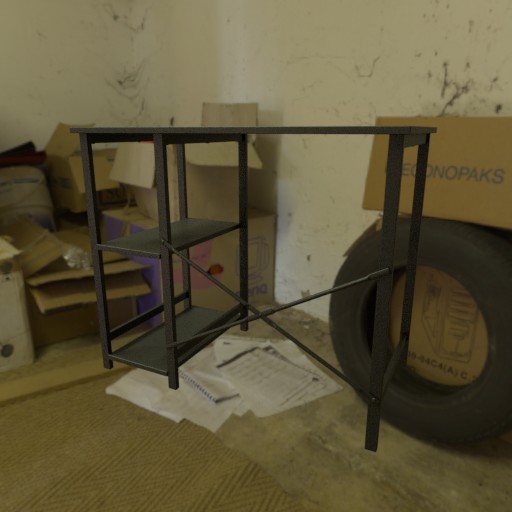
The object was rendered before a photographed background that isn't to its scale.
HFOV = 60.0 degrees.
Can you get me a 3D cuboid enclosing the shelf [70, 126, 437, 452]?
[{"bbox_3d":[0.000,0.000,1.343,0.902,0.749,0.498,8,18,26],"label":"shelf"}]
